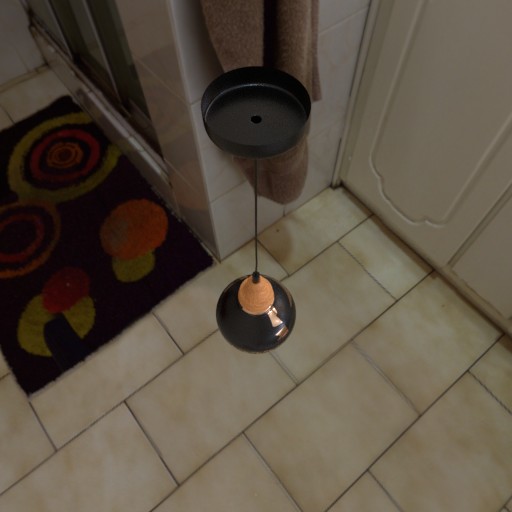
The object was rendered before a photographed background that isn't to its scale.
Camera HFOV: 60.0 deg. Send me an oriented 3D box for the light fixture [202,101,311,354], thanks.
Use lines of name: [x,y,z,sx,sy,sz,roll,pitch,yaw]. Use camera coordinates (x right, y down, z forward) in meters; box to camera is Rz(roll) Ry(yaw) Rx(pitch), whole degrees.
light fixture: [0.000,0.000,1.813,0.430,1.606,0.430,-33,67,-16]
